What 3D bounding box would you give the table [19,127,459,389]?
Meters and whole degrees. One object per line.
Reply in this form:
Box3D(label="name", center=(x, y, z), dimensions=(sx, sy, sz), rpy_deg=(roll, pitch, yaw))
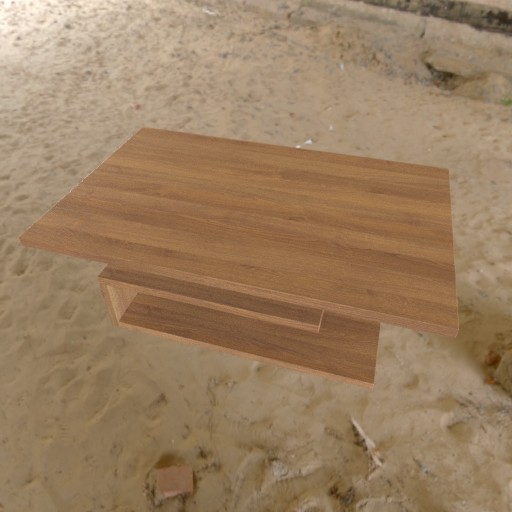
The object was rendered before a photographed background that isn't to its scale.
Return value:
Box3D(label="table", center=(0.000, 0.000, 1.449), dimensions=(1.100, 0.442, 0.700), rpy_deg=(11, 42, 12))
